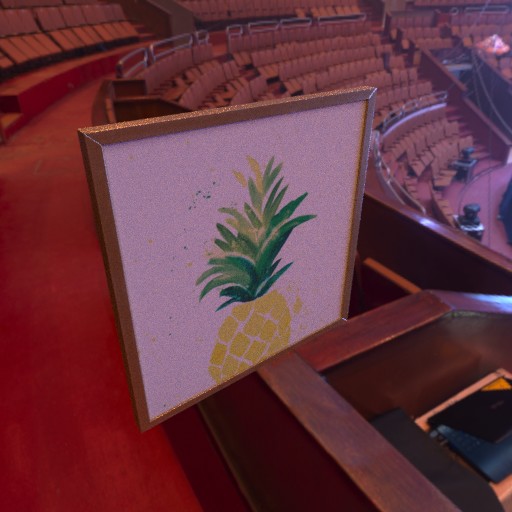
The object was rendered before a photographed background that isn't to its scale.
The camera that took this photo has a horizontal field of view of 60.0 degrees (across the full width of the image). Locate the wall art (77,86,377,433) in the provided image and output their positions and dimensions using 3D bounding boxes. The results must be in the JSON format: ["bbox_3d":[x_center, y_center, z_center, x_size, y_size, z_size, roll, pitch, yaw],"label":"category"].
[{"bbox_3d":[0.000,0.000,1.153,0.762,0.760,0.037,-21,36,-32],"label":"wall art"}]
